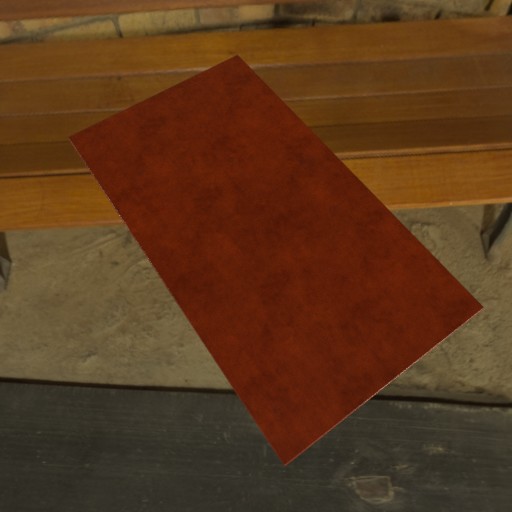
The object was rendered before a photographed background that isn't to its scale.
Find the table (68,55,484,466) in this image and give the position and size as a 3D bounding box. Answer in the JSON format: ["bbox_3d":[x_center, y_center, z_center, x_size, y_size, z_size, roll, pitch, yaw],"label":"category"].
[{"bbox_3d":[0.000,0.000,1.252,0.533,0.456,0.943,-32,68,-15],"label":"table"}]
